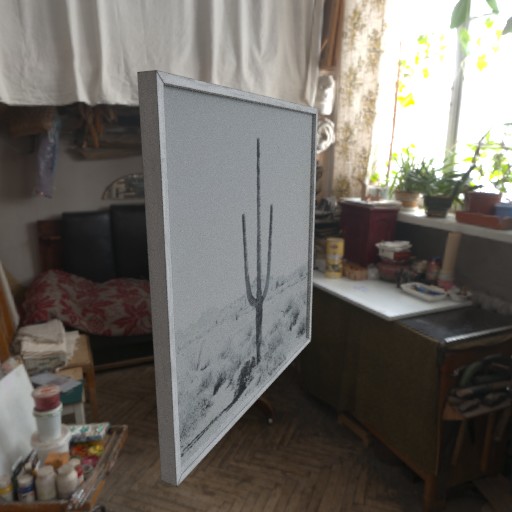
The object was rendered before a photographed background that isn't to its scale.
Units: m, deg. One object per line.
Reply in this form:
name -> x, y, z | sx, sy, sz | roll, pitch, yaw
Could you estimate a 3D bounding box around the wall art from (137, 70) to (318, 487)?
wall art -> 0.000, 0.000, 1.116 | 0.038, 0.762, 0.762 | 7, 15, 26
